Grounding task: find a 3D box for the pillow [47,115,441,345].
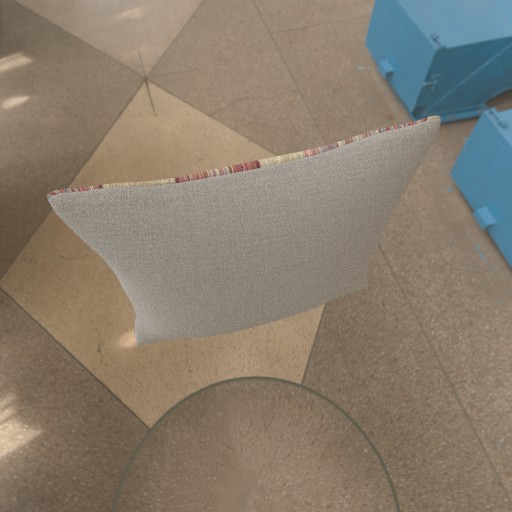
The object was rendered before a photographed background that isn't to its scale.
[{"bbox_3d":[0.000,0.000,0.640,0.437,0.419,0.136,-13,60,-8],"label":"pillow"}]
